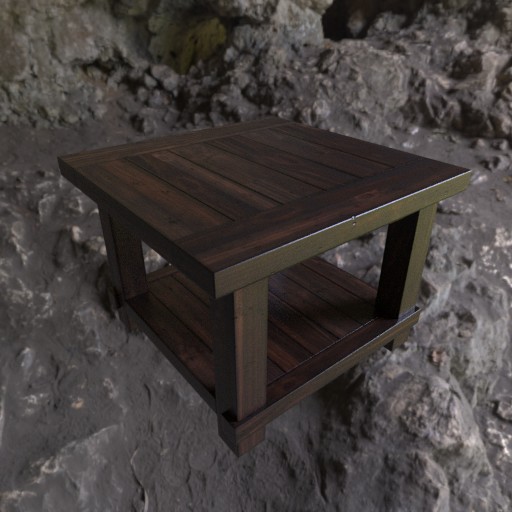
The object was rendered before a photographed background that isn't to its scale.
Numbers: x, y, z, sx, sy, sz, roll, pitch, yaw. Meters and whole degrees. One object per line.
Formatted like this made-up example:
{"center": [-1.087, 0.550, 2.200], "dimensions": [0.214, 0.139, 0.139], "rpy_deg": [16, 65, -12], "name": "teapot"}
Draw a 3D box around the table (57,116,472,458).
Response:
{"center": [0.000, 0.000, 1.009], "dimensions": [0.606, 0.437, 0.593], "rpy_deg": [-22, 36, -33], "name": "table"}
